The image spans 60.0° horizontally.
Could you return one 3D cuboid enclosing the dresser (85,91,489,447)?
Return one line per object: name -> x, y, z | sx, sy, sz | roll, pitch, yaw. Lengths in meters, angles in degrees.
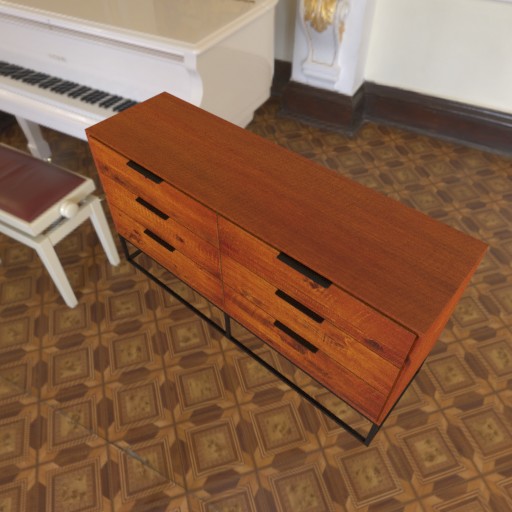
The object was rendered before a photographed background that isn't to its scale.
dresser -> 0.000, 0.000, 1.909 | 1.536, 0.810, 0.464 | 32, 55, 27
